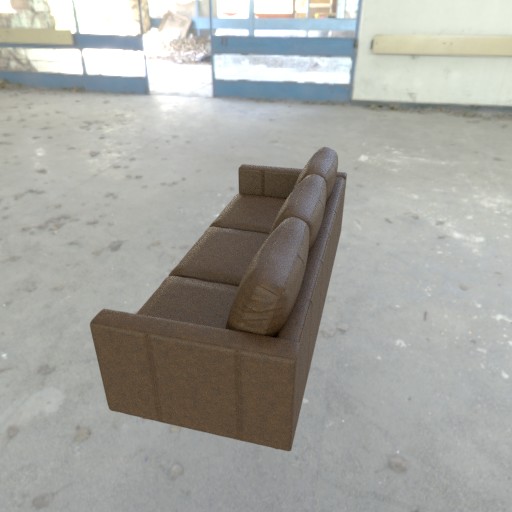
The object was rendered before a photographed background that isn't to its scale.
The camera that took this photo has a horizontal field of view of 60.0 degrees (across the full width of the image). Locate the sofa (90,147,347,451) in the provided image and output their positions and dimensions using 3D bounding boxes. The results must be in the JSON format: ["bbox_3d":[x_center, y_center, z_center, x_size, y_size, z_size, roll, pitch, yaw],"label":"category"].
[{"bbox_3d":[0.000,0.000,2.782,0.903,0.930,2.231,7,30,13],"label":"sofa"}]
